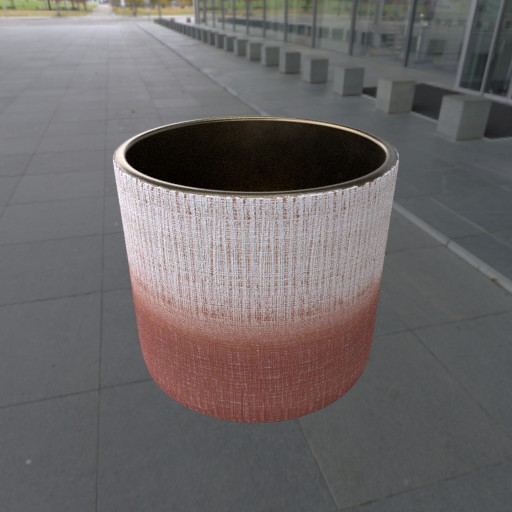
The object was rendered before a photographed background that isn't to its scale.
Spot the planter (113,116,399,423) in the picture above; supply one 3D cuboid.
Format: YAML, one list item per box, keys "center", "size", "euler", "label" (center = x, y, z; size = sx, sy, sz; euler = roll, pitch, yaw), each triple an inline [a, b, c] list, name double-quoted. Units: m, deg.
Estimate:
- center: [0.000, 0.000, 0.397]
  size: [0.221, 0.201, 0.221]
  euler: [0, 30, 0]
  label: "planter"
